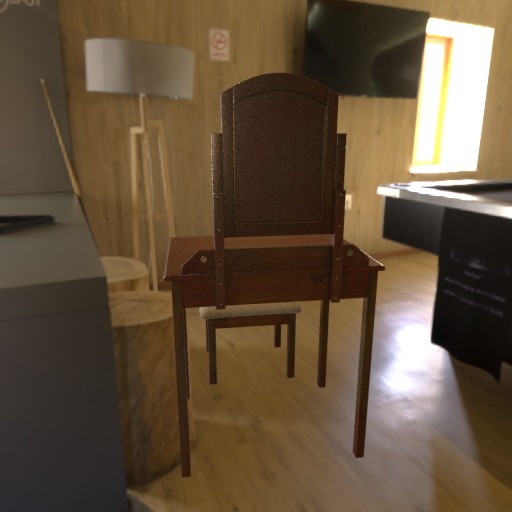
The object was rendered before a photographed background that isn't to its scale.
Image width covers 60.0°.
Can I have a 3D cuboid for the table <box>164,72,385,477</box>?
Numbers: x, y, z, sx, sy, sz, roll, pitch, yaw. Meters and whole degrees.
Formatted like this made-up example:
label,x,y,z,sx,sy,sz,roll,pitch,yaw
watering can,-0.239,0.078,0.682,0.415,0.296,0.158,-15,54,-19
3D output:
label,x,y,z,sx,sy,sz,roll,pitch,yaw
table,0.000,0.000,2.297,0.876,1.631,1.211,-2,16,-8
